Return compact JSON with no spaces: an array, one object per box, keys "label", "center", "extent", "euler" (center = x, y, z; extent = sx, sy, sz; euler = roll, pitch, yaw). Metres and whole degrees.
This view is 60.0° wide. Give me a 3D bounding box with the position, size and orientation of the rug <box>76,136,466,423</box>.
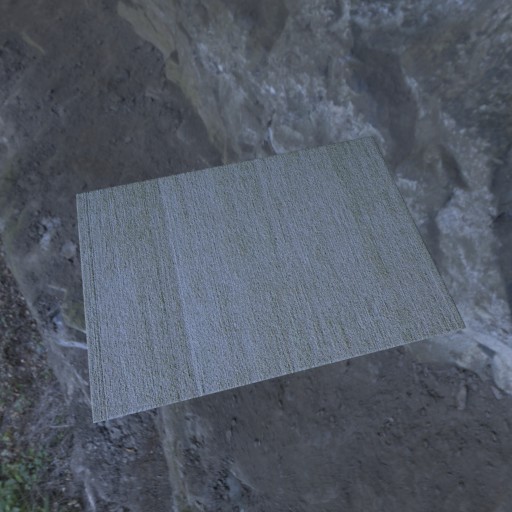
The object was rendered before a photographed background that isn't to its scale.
[{"label":"rug","center":[0.000,0.000,5.127],"extent":[3.935,0.025,2.782],"euler":[-12,63,-6]}]
